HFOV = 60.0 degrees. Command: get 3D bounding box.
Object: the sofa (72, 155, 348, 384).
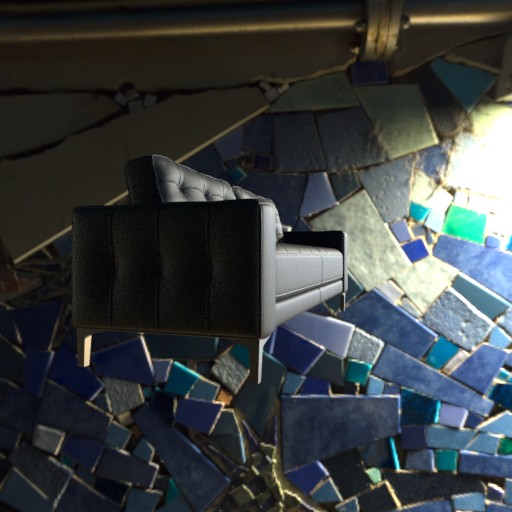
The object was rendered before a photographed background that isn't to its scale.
[{"bbox_3d":[0.000,0.000,2.706,0.833,0.893,2.275,0,0,19],"label":"sofa"}]
